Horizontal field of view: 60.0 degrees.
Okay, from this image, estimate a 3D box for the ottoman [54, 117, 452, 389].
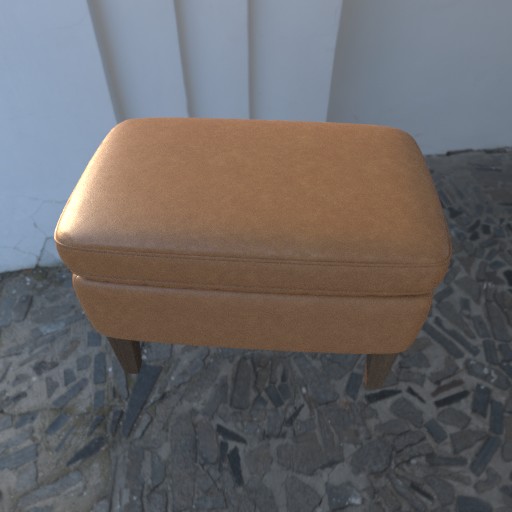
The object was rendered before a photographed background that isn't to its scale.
[{"bbox_3d":[0.000,0.000,0.981,0.670,0.480,0.420,3,46,3],"label":"ottoman"}]
